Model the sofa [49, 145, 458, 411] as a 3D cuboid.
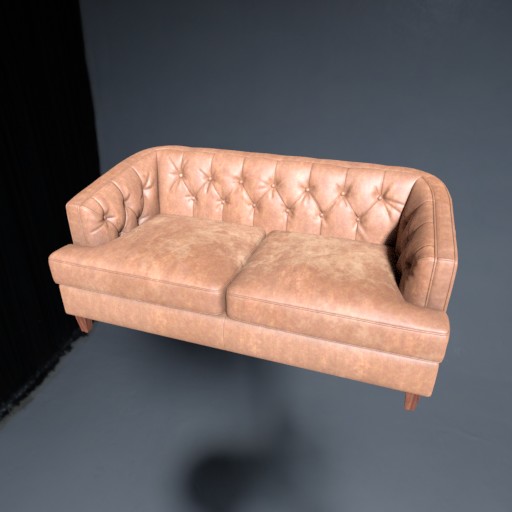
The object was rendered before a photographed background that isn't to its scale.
[{"bbox_3d":[0.000,0.000,2.206,1.755,0.786,0.914,9,30,16],"label":"sofa"}]
